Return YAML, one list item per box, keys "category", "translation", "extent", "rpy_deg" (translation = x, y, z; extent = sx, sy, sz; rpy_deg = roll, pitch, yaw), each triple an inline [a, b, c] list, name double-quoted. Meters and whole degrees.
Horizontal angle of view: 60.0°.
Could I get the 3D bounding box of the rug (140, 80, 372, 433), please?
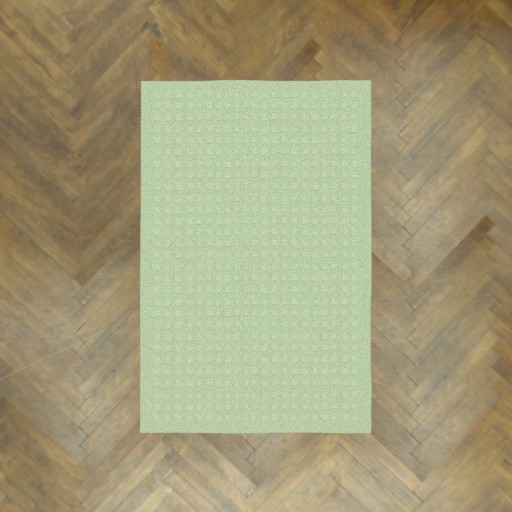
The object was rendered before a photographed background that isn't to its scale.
- category: "rug"
  translation: [0.000, 0.000, 2.194]
  extent: [1.143, 0.006, 1.747]
  rpy_deg: [0, 89, 0]
